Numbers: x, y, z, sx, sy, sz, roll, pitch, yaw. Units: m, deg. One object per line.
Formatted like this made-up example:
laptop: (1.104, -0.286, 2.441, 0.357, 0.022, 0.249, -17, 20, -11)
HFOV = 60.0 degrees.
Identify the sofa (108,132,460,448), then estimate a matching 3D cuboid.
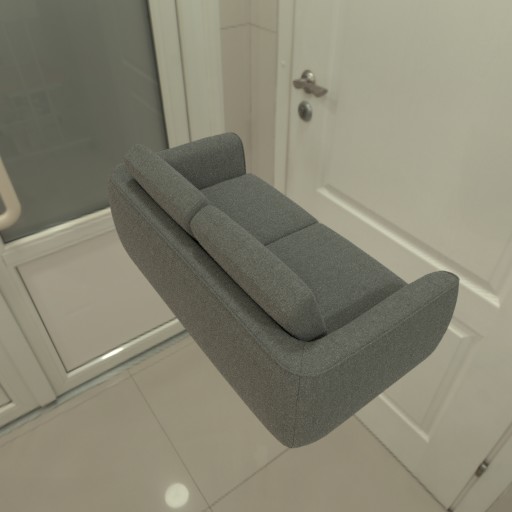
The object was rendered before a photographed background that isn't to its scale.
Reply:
sofa: (0.000, 0.000, 2.204, 0.920, 0.870, 1.700, -26, 47, -26)
